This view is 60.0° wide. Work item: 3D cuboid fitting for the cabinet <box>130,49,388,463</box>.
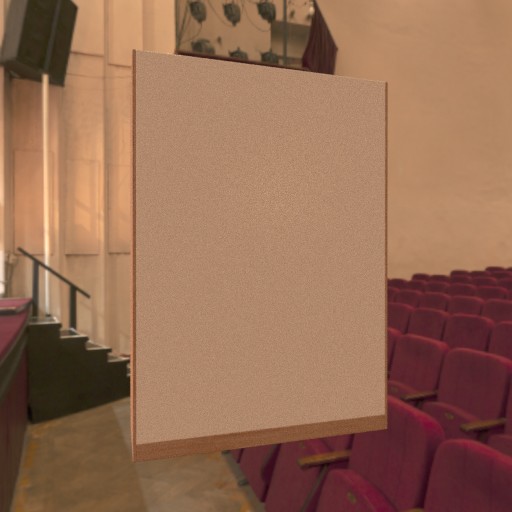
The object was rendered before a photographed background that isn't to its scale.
[{"bbox_3d":[0.000,0.000,2.770,1.500,2.120,0.590,0,0,-17],"label":"cabinet"}]
